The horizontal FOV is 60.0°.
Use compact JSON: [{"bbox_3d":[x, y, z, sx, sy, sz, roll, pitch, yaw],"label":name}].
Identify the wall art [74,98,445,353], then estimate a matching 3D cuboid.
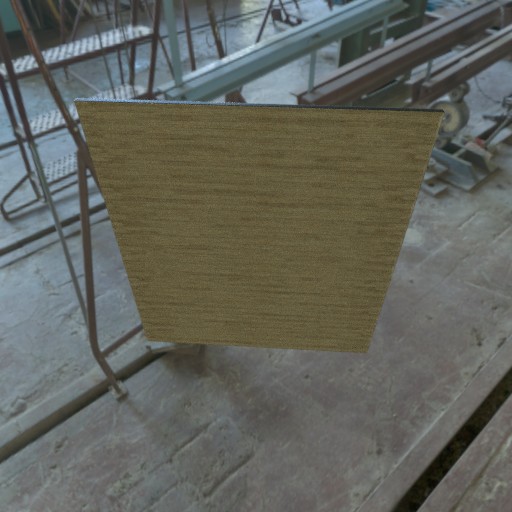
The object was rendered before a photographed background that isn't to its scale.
[{"bbox_3d":[0.000,0.000,0.775,0.483,0.559,0.009,3,45,3],"label":"wall art"}]
